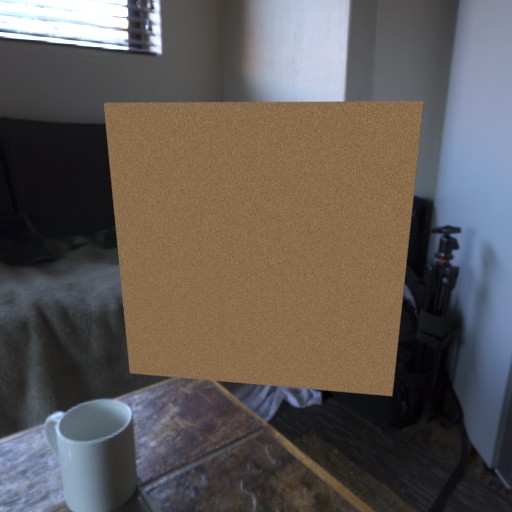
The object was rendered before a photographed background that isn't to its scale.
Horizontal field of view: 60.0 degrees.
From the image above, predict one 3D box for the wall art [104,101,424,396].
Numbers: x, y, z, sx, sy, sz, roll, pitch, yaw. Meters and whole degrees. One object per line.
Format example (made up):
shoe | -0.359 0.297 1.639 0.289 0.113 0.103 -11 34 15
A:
wall art | 0.000 0.000 0.619 0.404 0.406 0.010 3 18 8
